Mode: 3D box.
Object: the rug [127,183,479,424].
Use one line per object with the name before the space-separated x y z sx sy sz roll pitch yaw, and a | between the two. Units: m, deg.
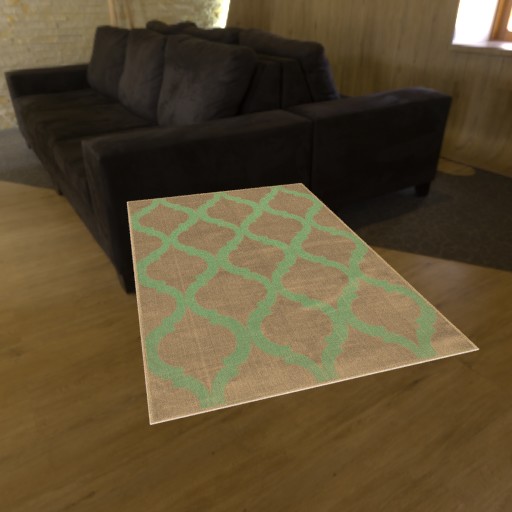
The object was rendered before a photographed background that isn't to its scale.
rug | 0.000 0.000 2.855 1.524 0.006 2.286 -8 31 -14
